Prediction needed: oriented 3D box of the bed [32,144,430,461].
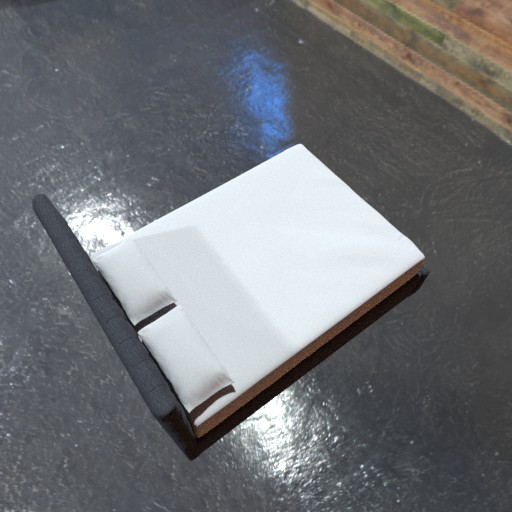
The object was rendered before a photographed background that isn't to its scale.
[{"bbox_3d":[0.000,0.000,3.421,2.387,1.427,1.698,-32,63,-18],"label":"bed"}]
